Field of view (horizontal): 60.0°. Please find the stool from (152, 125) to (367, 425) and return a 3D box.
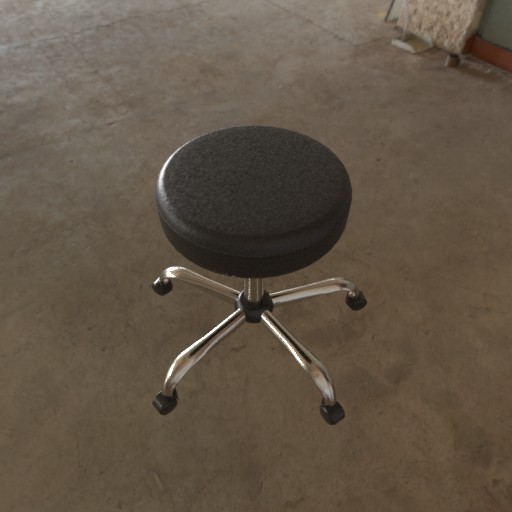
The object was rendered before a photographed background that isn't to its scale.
[{"bbox_3d":[0.000,0.000,1.134,0.673,0.576,0.638,3,47,3],"label":"stool"}]
